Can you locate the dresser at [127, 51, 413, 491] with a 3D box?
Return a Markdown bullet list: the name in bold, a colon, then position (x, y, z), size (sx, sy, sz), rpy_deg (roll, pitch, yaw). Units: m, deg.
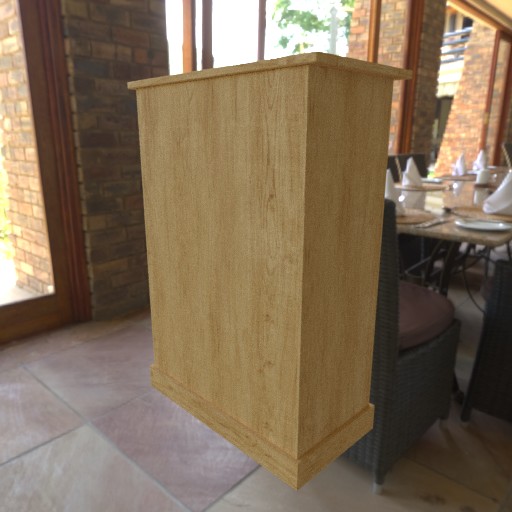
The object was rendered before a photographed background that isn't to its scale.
- **dresser**: position (0.000, 0.000, 1.713), size (0.485, 1.300, 0.915), rpy_deg (-14, 21, -43)
